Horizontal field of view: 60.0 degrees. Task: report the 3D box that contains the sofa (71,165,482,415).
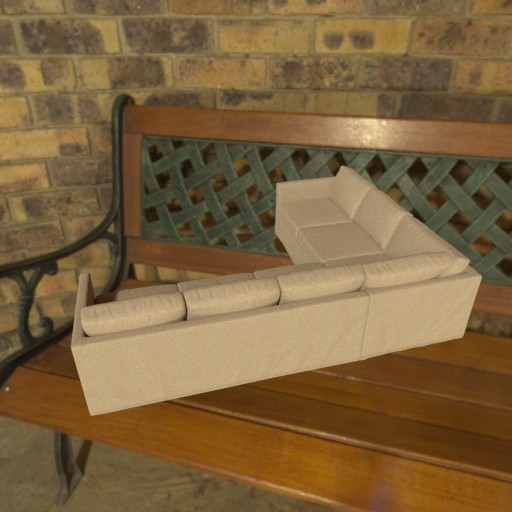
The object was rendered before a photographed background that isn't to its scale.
[{"bbox_3d":[0.000,0.000,4.360,3.182,0.871,2.432,-8,32,-13],"label":"sofa"}]
